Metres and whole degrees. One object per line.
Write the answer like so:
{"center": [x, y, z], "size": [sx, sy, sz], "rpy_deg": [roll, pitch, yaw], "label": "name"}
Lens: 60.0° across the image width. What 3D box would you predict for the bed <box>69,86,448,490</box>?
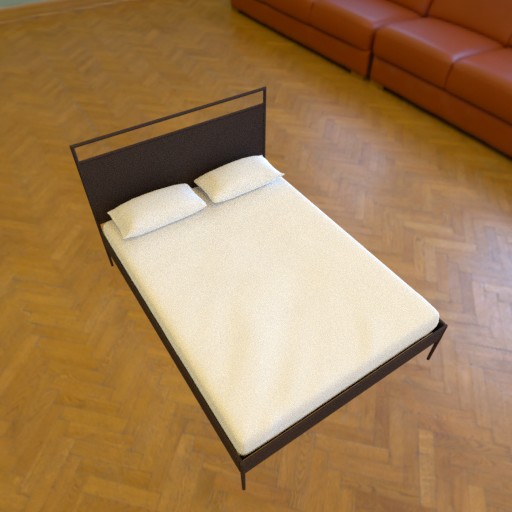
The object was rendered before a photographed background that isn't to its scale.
{"center": [0.000, 0.000, 3.040], "size": [1.572, 1.173, 2.122], "rpy_deg": [-25, 51, -22], "label": "bed"}
